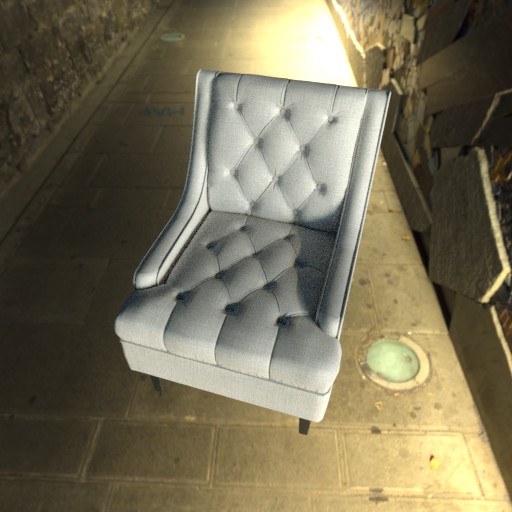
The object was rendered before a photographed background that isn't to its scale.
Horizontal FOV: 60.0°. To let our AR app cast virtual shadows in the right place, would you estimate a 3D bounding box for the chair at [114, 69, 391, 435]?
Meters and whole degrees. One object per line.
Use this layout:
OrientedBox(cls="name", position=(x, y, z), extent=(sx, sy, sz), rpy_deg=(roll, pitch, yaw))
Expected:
OrientedBox(cls="chair", position=(0.000, 0.000, 1.437), extent=(0.658, 0.891, 0.772), rpy_deg=(12, 43, 13))
